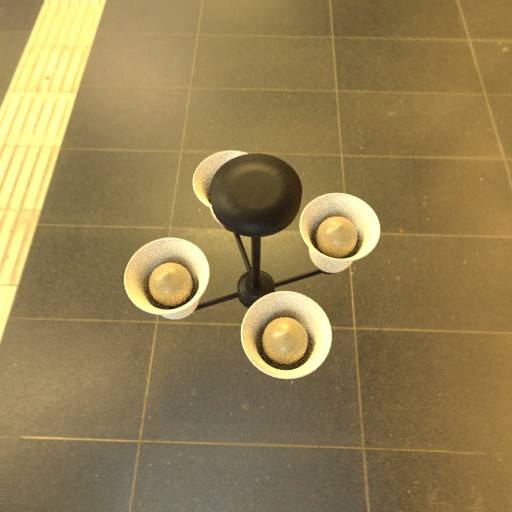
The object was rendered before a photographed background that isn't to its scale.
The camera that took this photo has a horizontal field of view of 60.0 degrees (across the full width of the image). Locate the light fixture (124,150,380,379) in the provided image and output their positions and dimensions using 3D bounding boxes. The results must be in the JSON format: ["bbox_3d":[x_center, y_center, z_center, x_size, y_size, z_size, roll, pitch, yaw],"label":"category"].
[{"bbox_3d":[0.000,0.000,1.844,1.069,0.925,1.069,-16,63,-8],"label":"light fixture"}]
